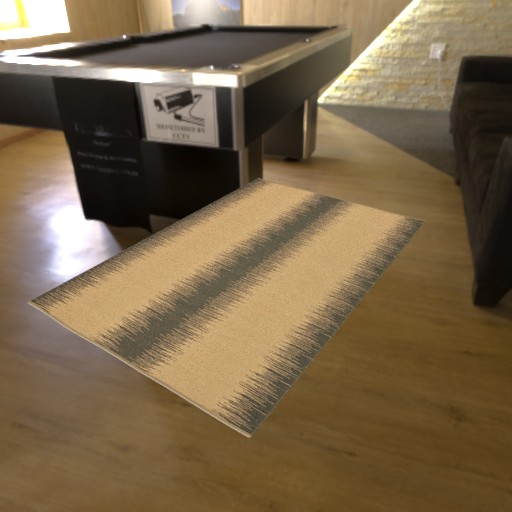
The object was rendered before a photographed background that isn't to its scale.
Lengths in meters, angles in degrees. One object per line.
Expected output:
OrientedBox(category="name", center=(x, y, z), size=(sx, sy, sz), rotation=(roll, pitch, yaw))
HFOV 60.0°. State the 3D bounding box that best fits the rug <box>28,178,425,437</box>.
OrientedBox(category="rug", center=(0.000, 0.000, 2.347), size=(1.234, 0.006, 1.854), rotation=(20, 37, 29))
